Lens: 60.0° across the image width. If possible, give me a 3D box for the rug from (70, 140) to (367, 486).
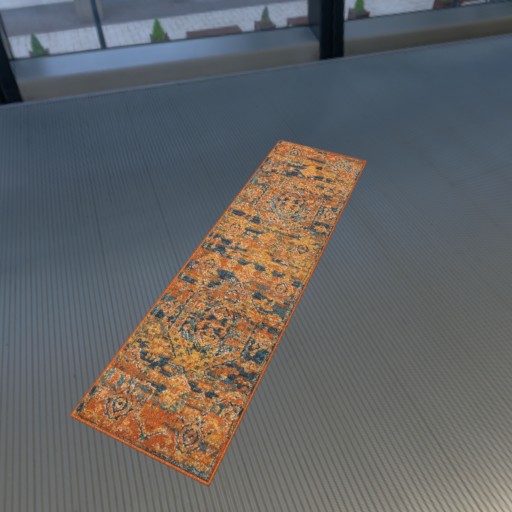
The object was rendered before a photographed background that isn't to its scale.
[{"bbox_3d":[0.000,0.000,2.435,0.651,0.016,2.274,18,49,16],"label":"rug"}]
